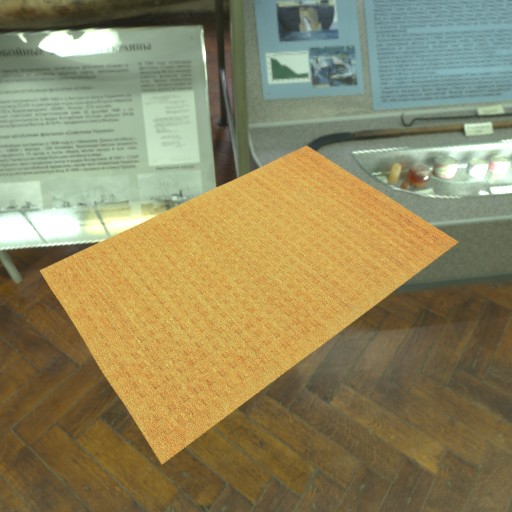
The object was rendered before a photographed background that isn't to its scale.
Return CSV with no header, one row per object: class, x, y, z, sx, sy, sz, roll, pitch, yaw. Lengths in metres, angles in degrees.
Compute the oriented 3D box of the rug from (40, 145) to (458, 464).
rug,0.000,0.000,2.199,1.747,0.006,1.143,-30,53,-25
